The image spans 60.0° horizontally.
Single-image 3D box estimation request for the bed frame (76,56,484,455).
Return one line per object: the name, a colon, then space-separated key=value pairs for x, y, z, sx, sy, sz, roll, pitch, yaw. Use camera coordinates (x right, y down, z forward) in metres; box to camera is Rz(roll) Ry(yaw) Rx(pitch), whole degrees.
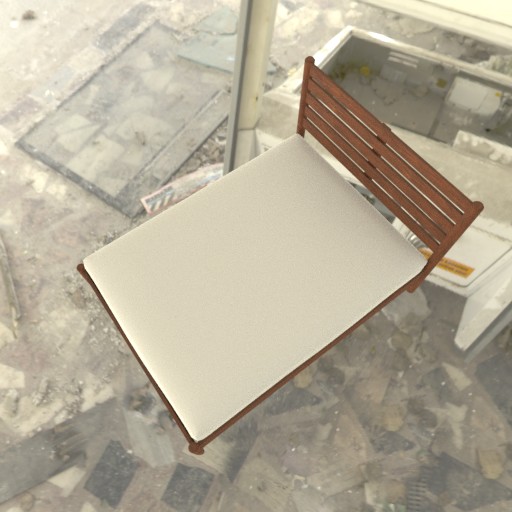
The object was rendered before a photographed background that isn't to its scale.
bed frame: x=0.000 y=0.000 z=3.248 sx=2.234 sy=1.321 sz=1.655 roll=-34 pitch=68 yaw=-16
